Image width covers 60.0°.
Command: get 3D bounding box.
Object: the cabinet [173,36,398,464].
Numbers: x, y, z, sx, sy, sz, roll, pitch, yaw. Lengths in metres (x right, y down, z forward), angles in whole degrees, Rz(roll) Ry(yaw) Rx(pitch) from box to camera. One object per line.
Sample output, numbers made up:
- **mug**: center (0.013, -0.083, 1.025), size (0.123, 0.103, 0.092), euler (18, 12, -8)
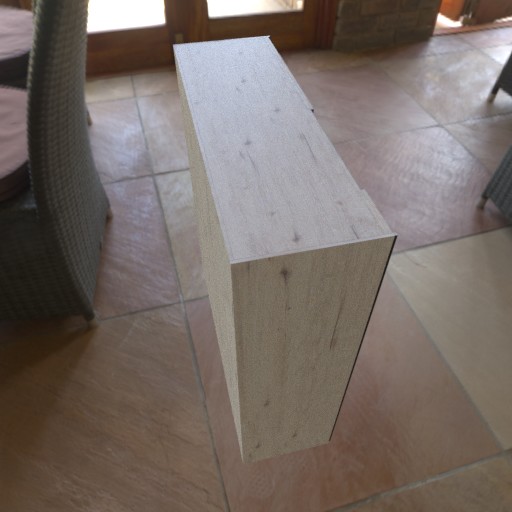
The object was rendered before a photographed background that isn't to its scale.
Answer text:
- **cabinet**: center (0.000, 0.000, 3.127), size (0.660, 2.180, 2.000), euler (-10, 48, -9)
